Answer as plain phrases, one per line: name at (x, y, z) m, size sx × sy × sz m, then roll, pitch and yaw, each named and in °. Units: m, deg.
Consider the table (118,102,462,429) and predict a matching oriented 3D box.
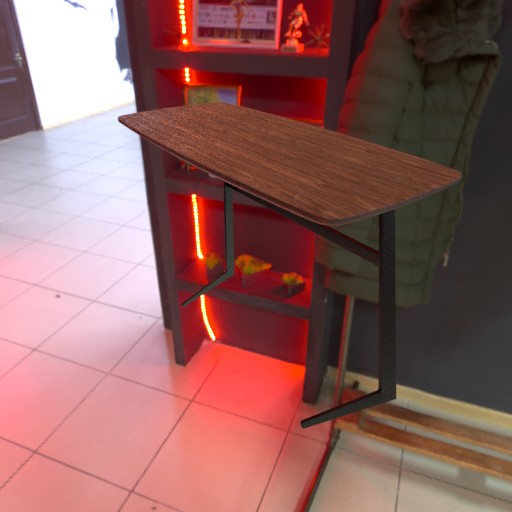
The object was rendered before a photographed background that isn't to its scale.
table at (0.000, 0.000, 1.090) m, size 0.361 × 0.576 × 0.804 m, roll -20°, pitch 35°, yaw -31°
